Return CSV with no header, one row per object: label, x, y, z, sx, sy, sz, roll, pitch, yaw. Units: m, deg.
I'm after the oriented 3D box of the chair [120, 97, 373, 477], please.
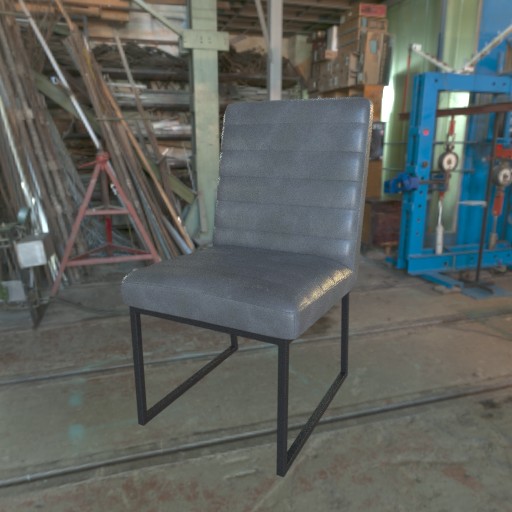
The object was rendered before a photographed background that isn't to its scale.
chair,0.000,0.000,1.329,0.520,0.930,0.634,7,16,26
